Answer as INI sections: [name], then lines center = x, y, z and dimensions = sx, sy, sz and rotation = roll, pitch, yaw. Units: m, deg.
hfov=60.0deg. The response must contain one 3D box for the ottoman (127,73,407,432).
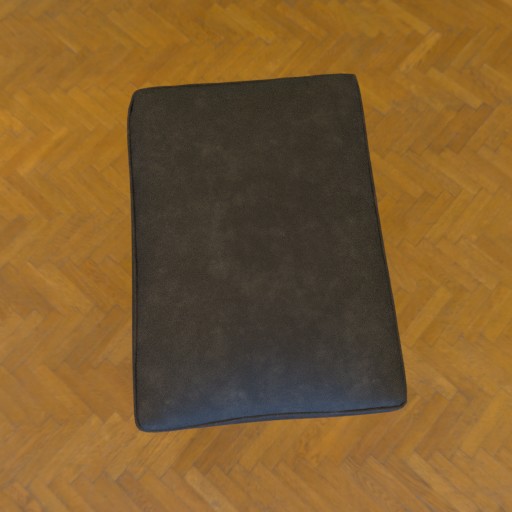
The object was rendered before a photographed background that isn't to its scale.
[ottoman]
center = 0.000, 0.000, 0.975
dimensions = 0.501, 0.413, 0.665
rotation = -5, 76, -1
